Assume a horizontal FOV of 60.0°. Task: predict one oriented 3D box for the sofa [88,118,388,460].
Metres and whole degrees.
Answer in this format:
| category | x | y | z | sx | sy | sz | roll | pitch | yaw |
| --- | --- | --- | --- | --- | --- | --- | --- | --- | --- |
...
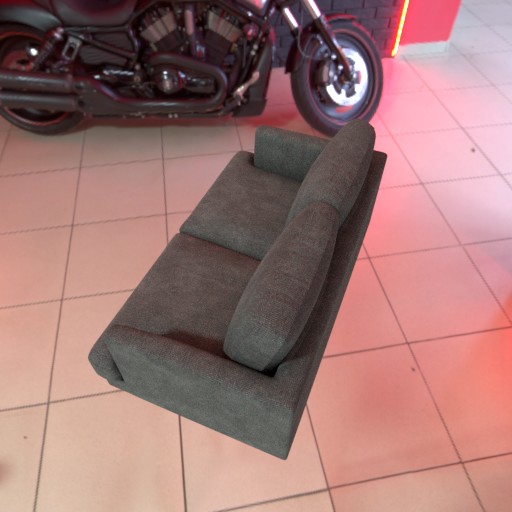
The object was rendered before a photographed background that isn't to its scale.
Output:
| category | x | y | z | sx | sy | sz | roll | pitch | yaw |
| --- | --- | --- | --- | --- | --- | --- | --- | --- | --- |
| sofa | 0.000 | 0.000 | 2.190 | 0.903 | 0.956 | 1.582 | 17 | 51 | 15 |
